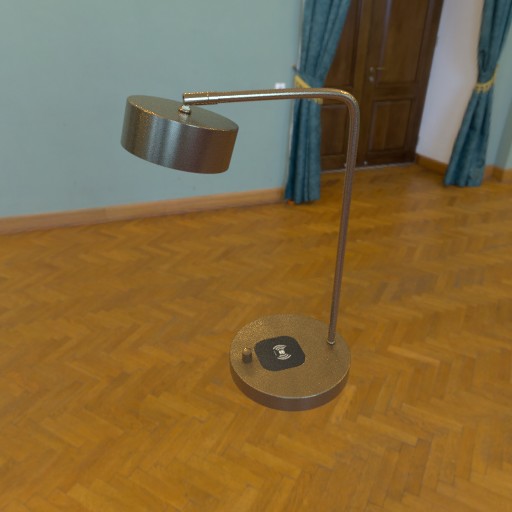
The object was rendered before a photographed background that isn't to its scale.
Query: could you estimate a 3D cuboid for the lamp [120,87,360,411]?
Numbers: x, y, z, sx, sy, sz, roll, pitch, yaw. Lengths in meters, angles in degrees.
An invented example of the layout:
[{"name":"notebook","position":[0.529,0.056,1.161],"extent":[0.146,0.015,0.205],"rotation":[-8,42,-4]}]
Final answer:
[{"name":"lamp","position":[0.000,0.000,0.531],"extent":[0.270,0.380,0.171],"rotation":[-9,32,-15]}]
